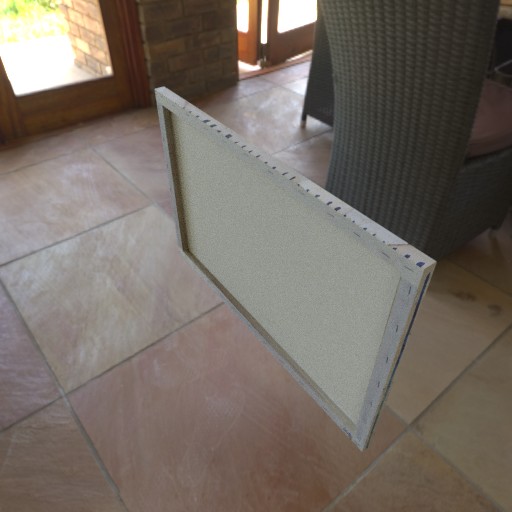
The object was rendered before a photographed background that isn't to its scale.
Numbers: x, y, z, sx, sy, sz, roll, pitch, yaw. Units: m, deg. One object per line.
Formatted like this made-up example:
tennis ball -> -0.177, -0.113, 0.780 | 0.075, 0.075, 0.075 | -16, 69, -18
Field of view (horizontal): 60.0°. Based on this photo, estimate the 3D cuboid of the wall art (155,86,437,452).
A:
wall art -> 0.000, 0.000, 1.451 | 0.038, 0.757, 1.143 | -26, 47, -26
